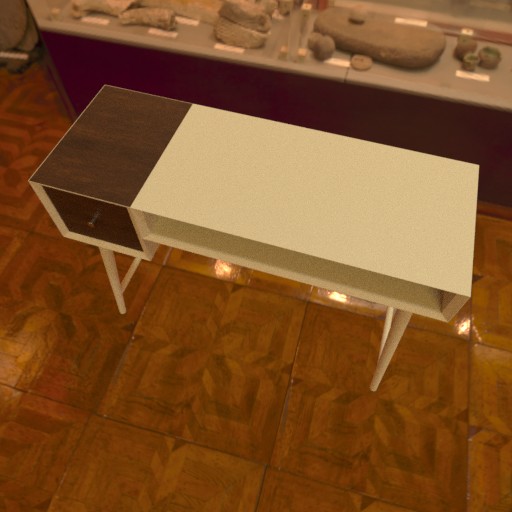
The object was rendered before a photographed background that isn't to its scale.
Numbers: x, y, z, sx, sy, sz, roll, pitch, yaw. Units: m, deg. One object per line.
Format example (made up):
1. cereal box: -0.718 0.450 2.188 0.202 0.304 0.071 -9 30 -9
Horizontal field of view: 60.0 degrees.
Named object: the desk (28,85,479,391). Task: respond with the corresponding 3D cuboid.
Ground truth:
1. desk: 0.000 0.000 1.437 1.069 0.761 0.409 15 58 9
